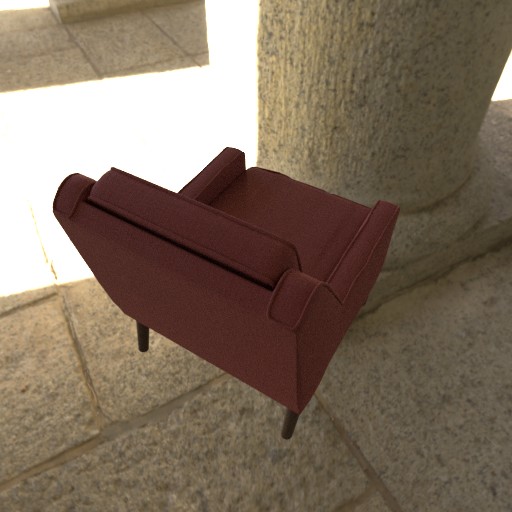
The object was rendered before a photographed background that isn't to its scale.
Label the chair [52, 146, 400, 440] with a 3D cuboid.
[{"bbox_3d":[0.000,0.000,1.386,0.680,0.812,0.770,24,52,21],"label":"chair"}]
